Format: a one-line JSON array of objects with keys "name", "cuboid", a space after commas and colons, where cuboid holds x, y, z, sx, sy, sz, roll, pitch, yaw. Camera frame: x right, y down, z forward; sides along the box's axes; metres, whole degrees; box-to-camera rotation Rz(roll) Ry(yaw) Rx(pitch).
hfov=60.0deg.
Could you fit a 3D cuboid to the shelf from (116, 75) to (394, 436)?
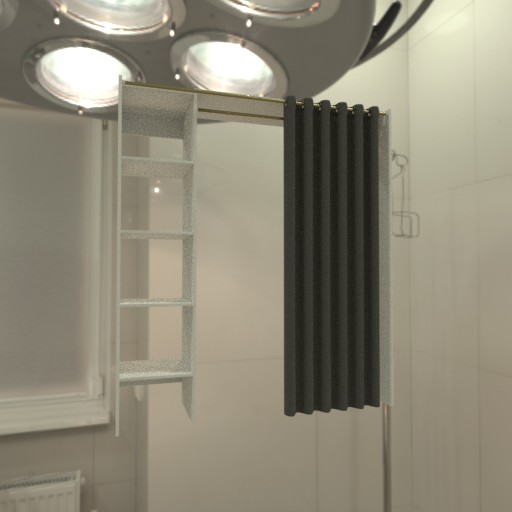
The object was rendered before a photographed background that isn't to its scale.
[{"name": "shelf", "cuboid": [0.000, 0.000, 2.672, 1.600, 1.810, 0.500, 1, -2, -17]}]
